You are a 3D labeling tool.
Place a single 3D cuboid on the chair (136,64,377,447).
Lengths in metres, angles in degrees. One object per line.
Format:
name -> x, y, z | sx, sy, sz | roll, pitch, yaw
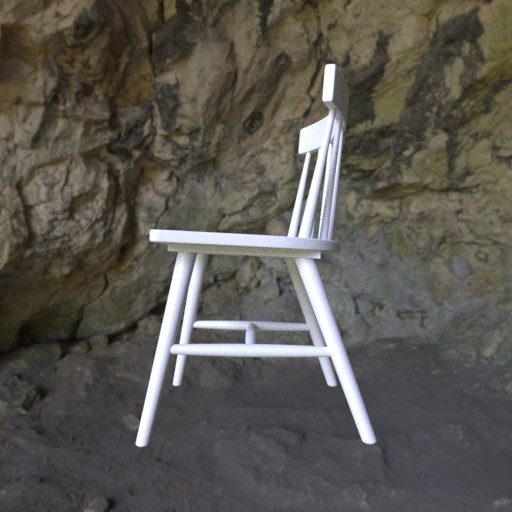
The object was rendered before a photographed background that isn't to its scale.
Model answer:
chair -> 0.000, 0.000, 1.138 | 0.500, 0.787, 0.483 | 0, 0, -1
